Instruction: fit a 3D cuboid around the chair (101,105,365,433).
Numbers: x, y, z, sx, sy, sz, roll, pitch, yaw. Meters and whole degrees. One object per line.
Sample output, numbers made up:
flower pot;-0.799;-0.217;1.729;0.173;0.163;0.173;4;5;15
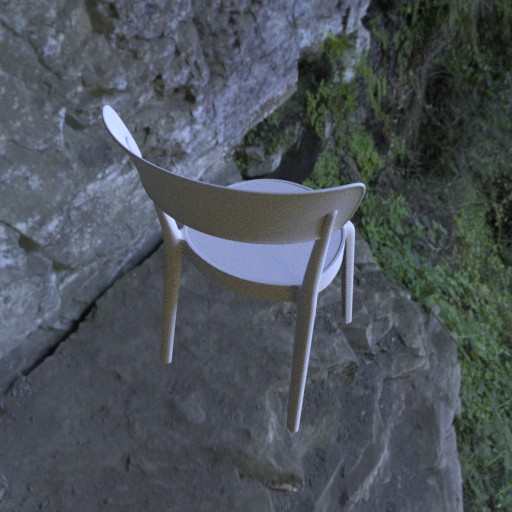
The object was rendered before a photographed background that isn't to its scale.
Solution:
chair;0.000;0.000;1.092;0.506;0.790;0.491;22;49;20
